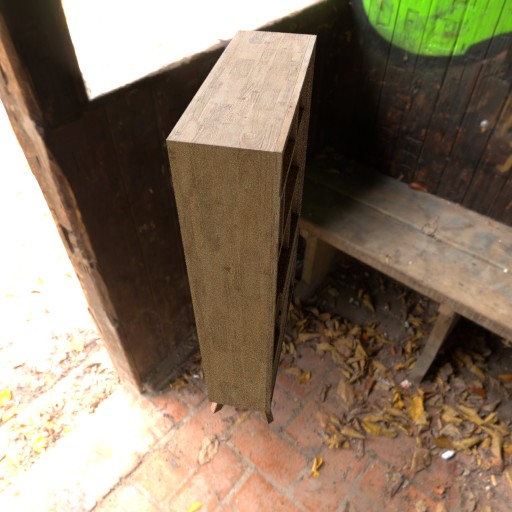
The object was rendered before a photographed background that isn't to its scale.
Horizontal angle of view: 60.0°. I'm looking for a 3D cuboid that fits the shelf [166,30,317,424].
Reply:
[{"bbox_3d":[0.000,0.000,1.808,0.308,1.471,0.748,8,46,8],"label":"shelf"}]
